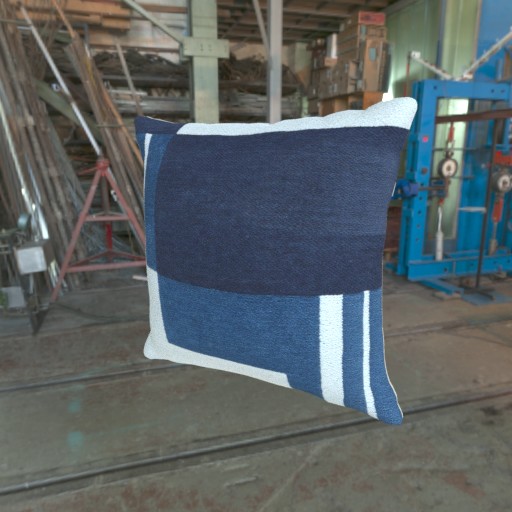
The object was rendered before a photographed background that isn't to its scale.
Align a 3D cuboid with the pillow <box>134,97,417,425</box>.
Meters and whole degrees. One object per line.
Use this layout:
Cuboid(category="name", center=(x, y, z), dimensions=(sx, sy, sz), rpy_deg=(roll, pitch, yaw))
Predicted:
Cuboid(category="pillow", center=(0.000, 0.000, 0.781), dimensions=(0.536, 0.506, 0.229), rpy_deg=(7, 15, 27))
